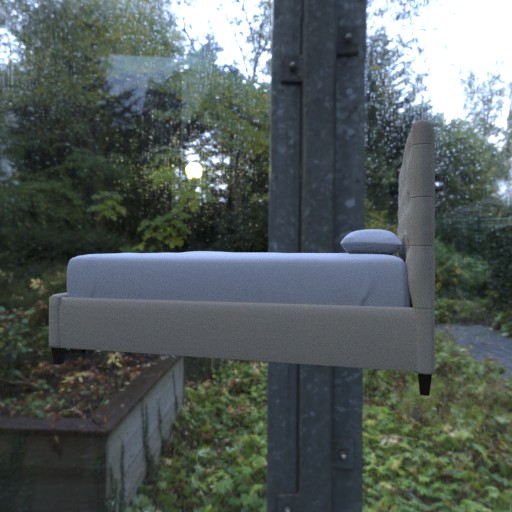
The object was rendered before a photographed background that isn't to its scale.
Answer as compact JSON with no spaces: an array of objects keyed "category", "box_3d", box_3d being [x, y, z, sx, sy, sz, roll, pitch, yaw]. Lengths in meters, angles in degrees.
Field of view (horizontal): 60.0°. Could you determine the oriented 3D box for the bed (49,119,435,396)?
[{"category":"bed","box_3d":[0.000,0.000,3.390,2.387,1.427,1.698,0,1,16]}]
